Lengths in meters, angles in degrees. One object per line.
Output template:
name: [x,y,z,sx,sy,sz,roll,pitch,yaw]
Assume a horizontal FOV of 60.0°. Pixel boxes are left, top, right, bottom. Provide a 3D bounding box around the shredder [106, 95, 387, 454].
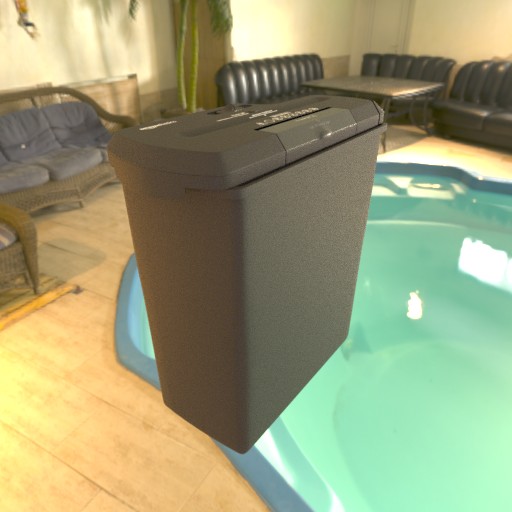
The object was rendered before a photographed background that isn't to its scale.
shredder: [0.000,0.000,0.518,0.170,0.335,0.320,19,34,31]
